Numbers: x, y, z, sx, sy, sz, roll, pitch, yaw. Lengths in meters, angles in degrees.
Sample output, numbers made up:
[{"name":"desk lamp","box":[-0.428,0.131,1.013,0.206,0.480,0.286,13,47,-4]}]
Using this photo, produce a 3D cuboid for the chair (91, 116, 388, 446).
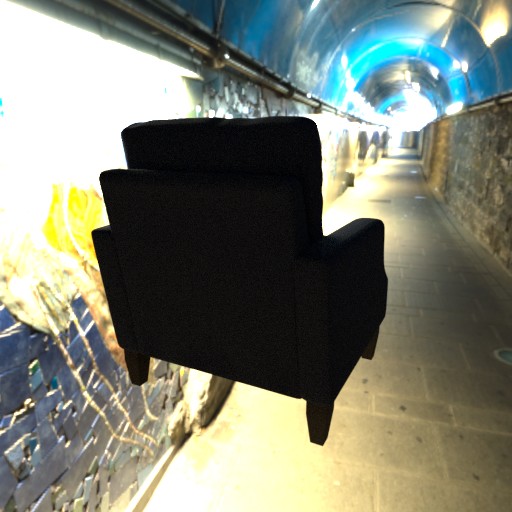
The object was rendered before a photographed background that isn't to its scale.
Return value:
[{"name":"chair","box":[0.000,0.000,1.688,0.855,0.991,0.897,8,17,27]}]
